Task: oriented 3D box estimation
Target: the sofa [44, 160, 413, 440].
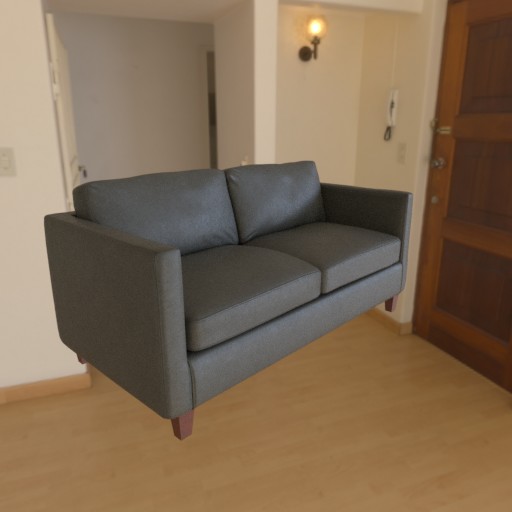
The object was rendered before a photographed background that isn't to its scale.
[{"bbox_3d":[0.000,0.000,2.436,0.951,0.933,1.883,15,22,42],"label":"sofa"}]
